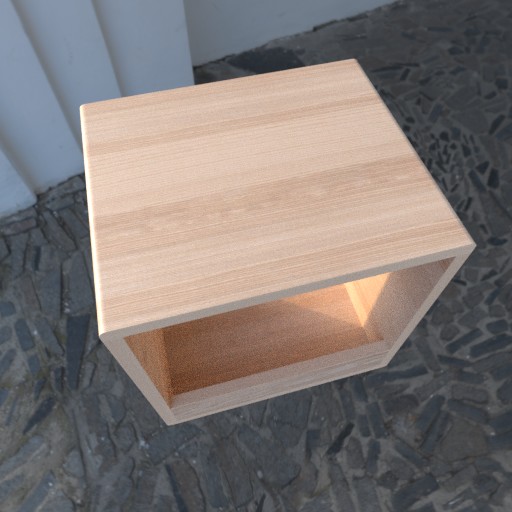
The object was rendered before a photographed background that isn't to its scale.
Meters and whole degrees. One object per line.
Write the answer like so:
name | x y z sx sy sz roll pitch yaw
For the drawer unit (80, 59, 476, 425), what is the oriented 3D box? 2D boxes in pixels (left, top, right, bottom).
drawer unit | 0.000 0.000 0.601 0.344 0.344 0.290 -13 58 -8
